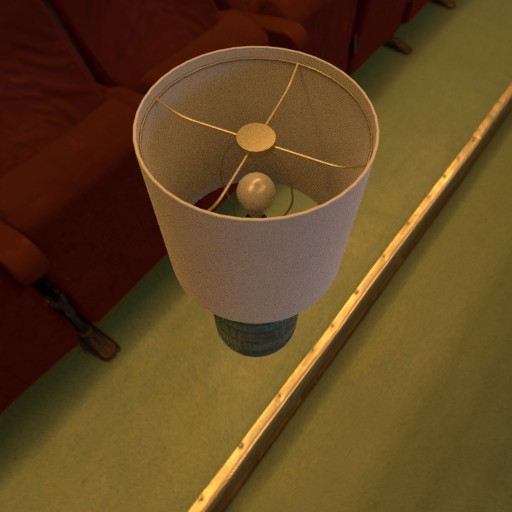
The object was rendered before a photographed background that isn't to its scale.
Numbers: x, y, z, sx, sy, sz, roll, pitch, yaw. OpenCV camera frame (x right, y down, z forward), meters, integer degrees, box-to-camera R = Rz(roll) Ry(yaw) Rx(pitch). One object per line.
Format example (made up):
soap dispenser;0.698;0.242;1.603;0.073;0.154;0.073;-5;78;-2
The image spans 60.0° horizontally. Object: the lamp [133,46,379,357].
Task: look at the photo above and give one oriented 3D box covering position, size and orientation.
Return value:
lamp;0.000;0.000;0.578;0.211;0.455;0.211;34;65;18
